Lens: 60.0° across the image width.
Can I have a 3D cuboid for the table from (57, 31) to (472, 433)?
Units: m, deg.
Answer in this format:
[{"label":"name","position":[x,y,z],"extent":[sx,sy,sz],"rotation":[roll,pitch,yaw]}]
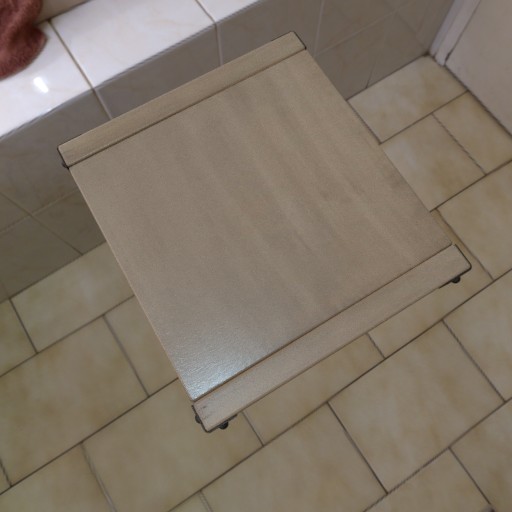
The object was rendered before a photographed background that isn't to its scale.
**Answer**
[{"label":"table","position":[0.000,0.000,0.942],"extent":[0.459,0.561,0.510],"rotation":[-30,76,-8]}]
